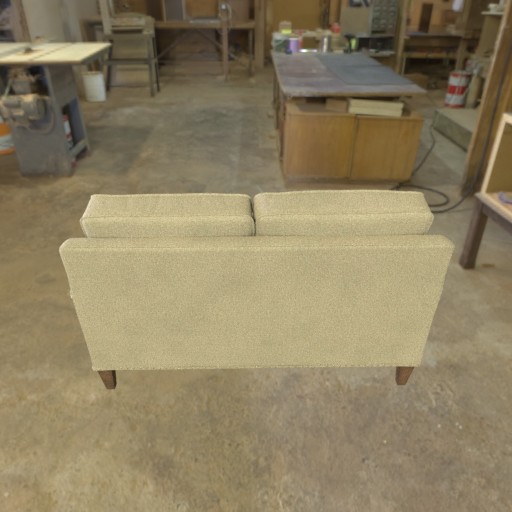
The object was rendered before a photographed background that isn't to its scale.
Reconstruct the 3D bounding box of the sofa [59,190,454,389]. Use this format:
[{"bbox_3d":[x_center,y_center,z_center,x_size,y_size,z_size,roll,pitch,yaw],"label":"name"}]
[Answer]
[{"bbox_3d":[0.000,0.000,2.303,1.597,1.003,1.084,-1,31,-1],"label":"sofa"}]
